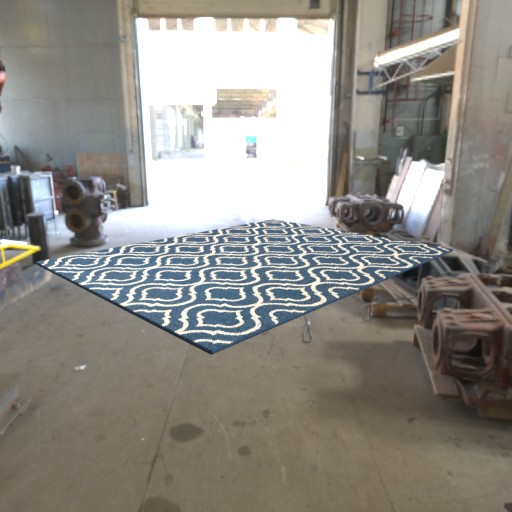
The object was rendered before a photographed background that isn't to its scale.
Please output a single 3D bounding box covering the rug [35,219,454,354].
[{"bbox_3d":[0.000,0.000,3.858,2.270,0.020,2.881,14,20,43],"label":"rug"}]
